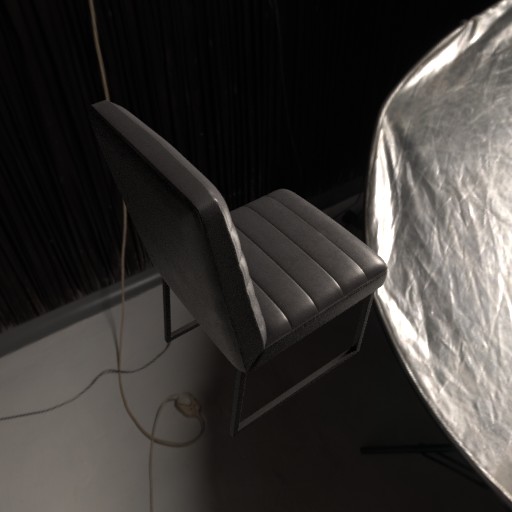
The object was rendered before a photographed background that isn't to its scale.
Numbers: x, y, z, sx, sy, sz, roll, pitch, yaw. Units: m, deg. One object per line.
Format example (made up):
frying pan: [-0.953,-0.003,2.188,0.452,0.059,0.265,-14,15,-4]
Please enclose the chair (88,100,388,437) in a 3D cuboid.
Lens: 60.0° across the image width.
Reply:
chair: [0.000,0.000,1.319,0.634,0.930,0.520,-26,49,-25]
